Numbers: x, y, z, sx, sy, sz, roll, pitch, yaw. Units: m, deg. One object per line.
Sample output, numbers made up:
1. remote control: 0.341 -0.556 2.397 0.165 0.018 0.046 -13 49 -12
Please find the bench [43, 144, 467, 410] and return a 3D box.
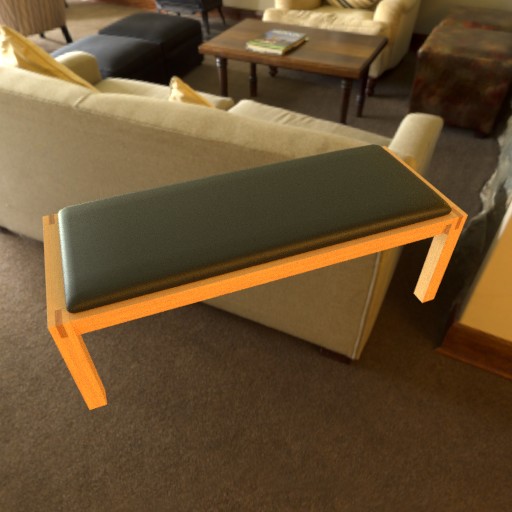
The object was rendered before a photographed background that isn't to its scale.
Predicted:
1. bench: 0.000 0.000 1.448 1.202 0.430 0.450 -15 45 -15
